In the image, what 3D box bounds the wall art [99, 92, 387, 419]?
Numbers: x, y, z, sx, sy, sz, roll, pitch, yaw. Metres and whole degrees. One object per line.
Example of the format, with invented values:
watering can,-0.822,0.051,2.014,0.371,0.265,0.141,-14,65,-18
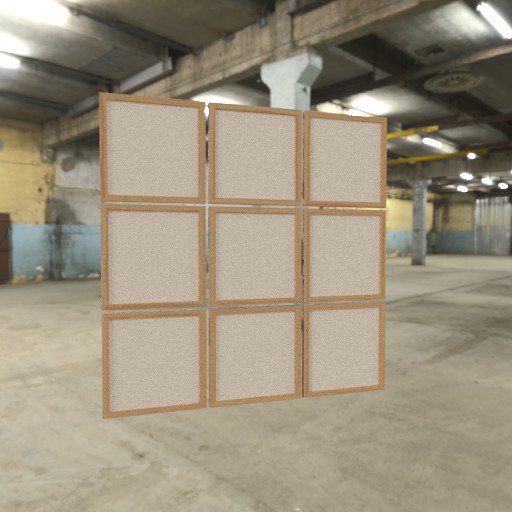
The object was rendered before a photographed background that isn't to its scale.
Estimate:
wall art,0.000,0.000,1.369,0.904,0.913,0.013,-1,2,-16
